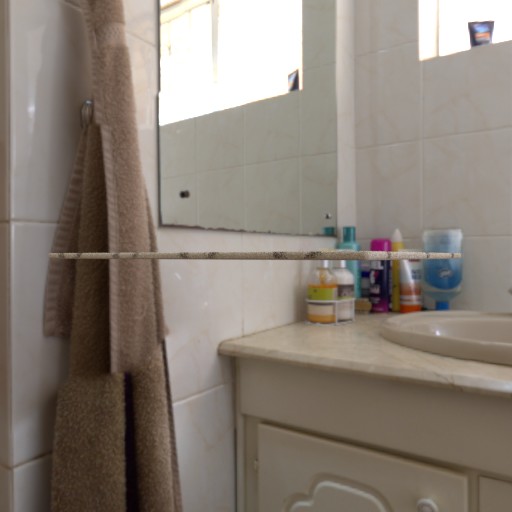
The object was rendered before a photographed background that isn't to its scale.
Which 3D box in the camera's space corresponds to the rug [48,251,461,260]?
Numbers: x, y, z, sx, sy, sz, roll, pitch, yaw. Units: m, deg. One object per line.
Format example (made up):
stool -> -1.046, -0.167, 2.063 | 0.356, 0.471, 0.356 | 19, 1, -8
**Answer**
rug -> 0.000, 0.000, 2.132 | 1.600, 0.025, 1.200 | 0, 0, 36
